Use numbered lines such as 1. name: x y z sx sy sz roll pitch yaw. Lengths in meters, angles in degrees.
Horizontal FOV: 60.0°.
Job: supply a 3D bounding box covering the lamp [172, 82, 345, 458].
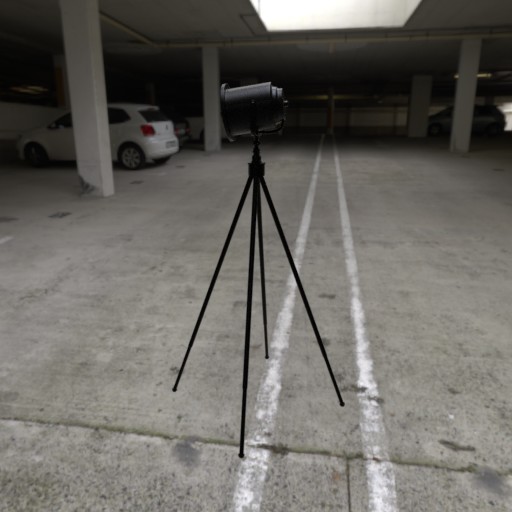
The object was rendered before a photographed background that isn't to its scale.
1. lamp: 0.000 0.000 2.051 0.884 1.504 0.879 2 15 8
